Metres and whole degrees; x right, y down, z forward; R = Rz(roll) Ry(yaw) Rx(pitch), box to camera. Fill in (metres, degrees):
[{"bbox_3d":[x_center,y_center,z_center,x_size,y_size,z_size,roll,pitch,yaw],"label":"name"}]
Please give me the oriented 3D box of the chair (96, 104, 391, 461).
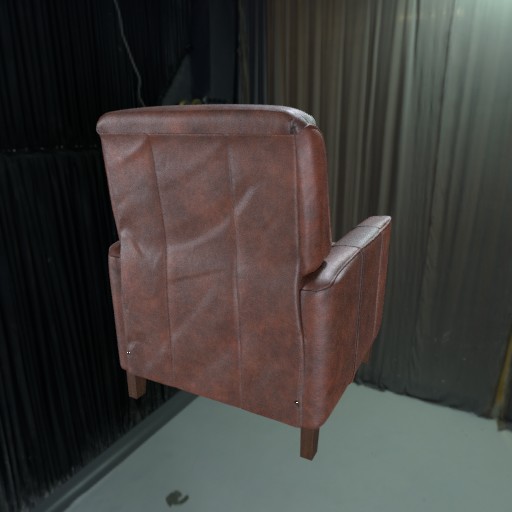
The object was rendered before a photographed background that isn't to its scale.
[{"bbox_3d":[0.000,0.000,1.659,0.843,1.043,0.836,8,18,26],"label":"chair"}]
